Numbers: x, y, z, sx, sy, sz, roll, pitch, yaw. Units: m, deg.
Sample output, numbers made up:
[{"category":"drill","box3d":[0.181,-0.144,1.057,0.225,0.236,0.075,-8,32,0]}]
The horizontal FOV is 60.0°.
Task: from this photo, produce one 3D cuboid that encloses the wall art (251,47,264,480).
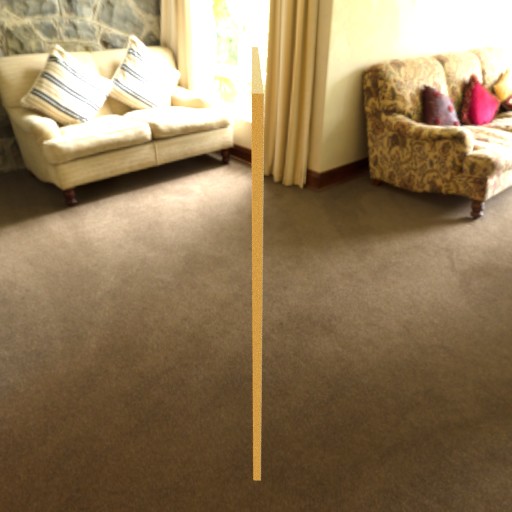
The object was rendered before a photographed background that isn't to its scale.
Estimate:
[{"category":"wall art","box3d":[0.000,0.000,0.815,0.013,0.656,0.456,0,31,0]}]
